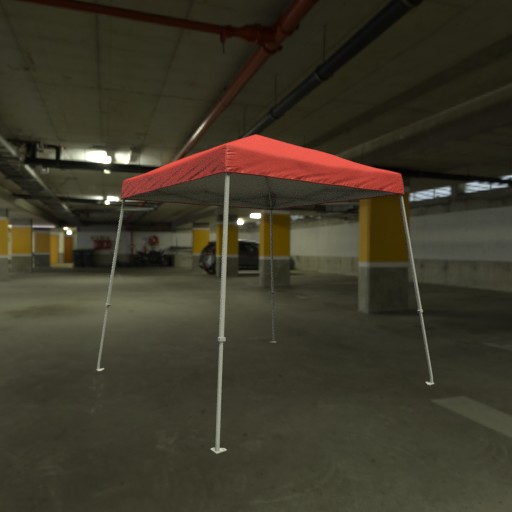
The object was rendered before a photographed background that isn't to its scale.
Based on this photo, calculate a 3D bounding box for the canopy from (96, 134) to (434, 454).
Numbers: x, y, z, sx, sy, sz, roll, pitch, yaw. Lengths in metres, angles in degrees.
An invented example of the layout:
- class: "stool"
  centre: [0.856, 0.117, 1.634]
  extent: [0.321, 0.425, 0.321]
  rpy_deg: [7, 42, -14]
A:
- class: "canopy"
  centre: [0.000, 0.000, 5.223]
  extent: [2.848, 2.849, 2.849]
  rpy_deg: [-1, 1, -37]
